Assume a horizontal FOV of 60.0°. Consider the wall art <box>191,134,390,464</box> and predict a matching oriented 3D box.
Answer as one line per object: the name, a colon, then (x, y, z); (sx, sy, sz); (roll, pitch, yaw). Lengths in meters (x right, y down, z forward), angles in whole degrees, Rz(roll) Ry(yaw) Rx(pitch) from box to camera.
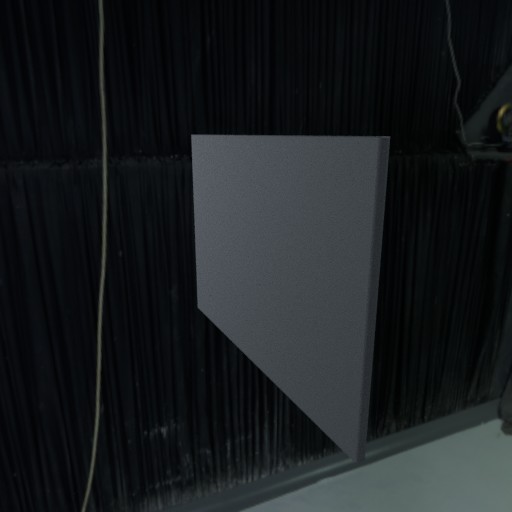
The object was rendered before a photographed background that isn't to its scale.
wall art: (0.000, 0.000, 1.255); (0.049, 0.659, 0.964); (-7, 17, -25)
